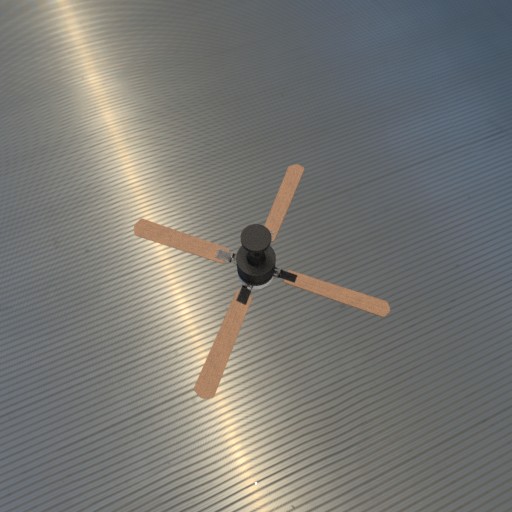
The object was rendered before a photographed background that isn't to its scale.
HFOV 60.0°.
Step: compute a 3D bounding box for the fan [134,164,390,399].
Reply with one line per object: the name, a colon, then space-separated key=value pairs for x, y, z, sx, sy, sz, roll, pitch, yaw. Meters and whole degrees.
fan: x=0.000 y=0.000 z=2.059 sx=1.320 sy=0.355 sz=1.320 roll=18 pitch=64 yaw=9
